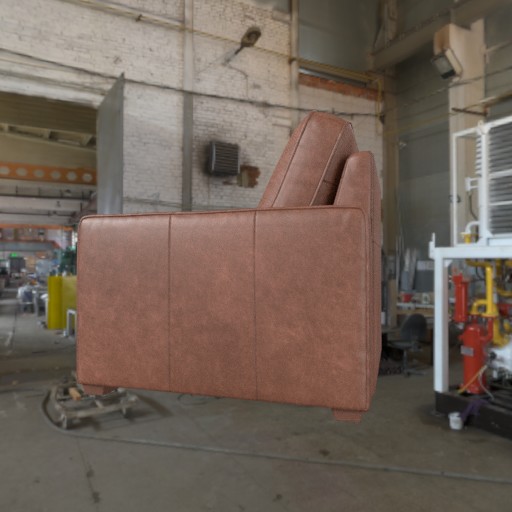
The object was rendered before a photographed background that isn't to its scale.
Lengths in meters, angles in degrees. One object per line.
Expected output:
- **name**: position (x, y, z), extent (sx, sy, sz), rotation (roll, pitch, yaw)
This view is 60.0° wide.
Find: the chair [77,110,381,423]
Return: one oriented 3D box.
- **chair**: position (0.000, 0.000, 1.766), extent (0.940, 0.919, 1.017), rotation (0, -1, 17)
